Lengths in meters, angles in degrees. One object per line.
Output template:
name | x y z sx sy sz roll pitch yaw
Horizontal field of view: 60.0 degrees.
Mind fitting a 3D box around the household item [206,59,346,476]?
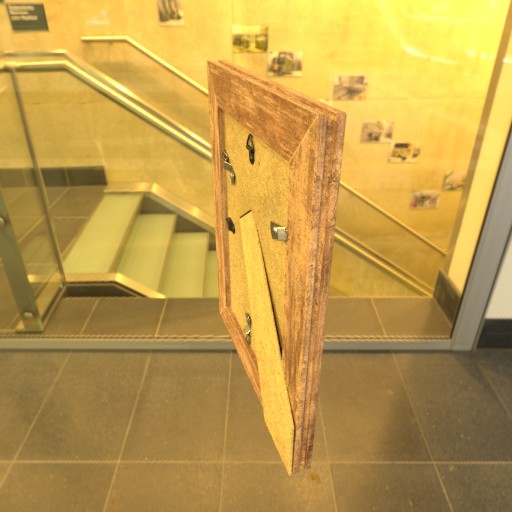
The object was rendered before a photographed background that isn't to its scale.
household item | 0.000 0.000 0.315 0.018 0.237 0.186 -10 32 -17
